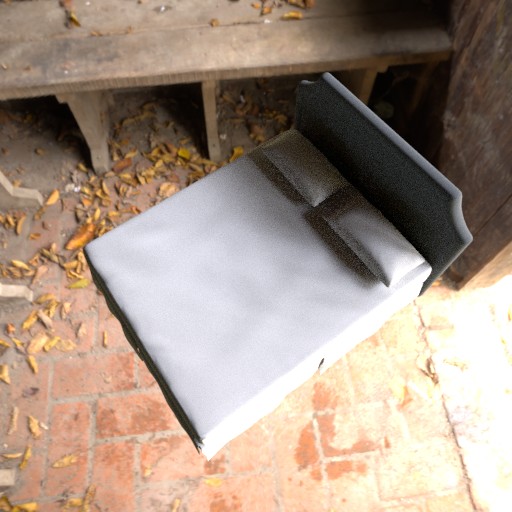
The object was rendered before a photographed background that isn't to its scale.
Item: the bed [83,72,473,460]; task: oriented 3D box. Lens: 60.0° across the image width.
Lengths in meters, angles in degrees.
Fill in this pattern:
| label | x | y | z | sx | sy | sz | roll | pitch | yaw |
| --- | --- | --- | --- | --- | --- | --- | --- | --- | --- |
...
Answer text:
| label | x | y | z | sx | sy | sz | roll | pitch | yaw |
| --- | --- | --- | --- | --- | --- | --- | --- | --- | --- |
| bed | 0.000 | 0.000 | 3.296 | 2.259 | 1.296 | 1.811 | -33 | 68 | -15 |
